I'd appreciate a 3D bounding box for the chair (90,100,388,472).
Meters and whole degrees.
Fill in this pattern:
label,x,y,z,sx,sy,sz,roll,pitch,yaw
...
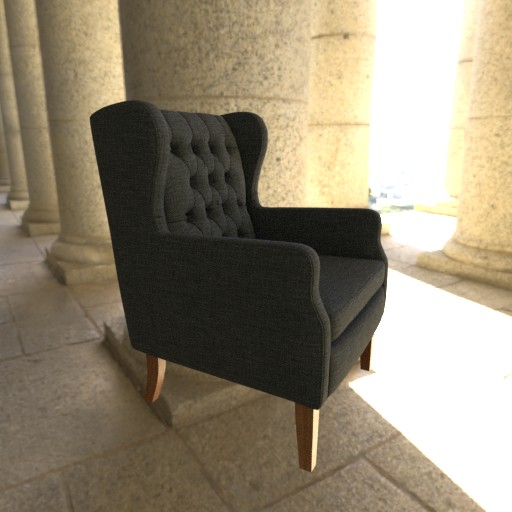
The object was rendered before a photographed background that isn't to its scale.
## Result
label,x,y,z,sx,sy,sz,roll,pitch,yaw
chair,0.000,0.000,1.470,0.775,0.953,0.711,8,17,27
